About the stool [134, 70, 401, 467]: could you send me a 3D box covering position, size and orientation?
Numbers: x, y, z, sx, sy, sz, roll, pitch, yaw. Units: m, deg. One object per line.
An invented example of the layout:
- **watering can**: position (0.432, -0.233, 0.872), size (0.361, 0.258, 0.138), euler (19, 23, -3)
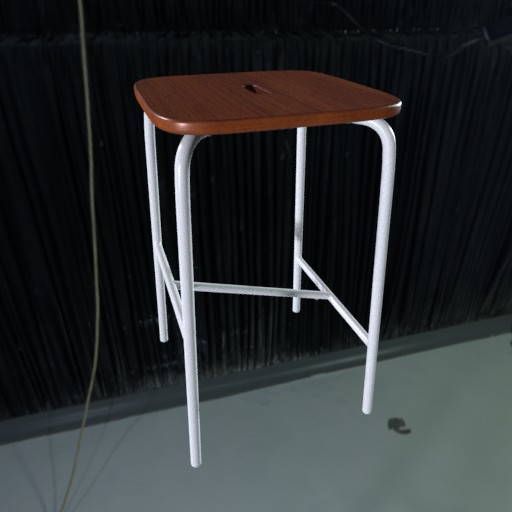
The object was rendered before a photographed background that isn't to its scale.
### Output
- **stool**: position (0.000, 0.000, 0.853), size (0.376, 0.610, 0.376), euler (-10, 32, -17)
